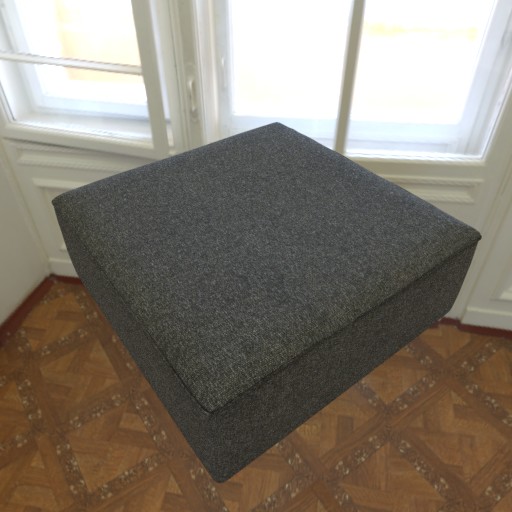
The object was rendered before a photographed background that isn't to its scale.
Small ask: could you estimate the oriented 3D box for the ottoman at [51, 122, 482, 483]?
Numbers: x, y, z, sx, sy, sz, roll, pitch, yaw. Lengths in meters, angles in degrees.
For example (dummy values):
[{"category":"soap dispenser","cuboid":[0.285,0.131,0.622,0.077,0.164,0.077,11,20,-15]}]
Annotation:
[{"category":"ottoman","cuboid":[0.000,0.000,1.534,1.021,0.423,1.017,-26,48,-27]}]
